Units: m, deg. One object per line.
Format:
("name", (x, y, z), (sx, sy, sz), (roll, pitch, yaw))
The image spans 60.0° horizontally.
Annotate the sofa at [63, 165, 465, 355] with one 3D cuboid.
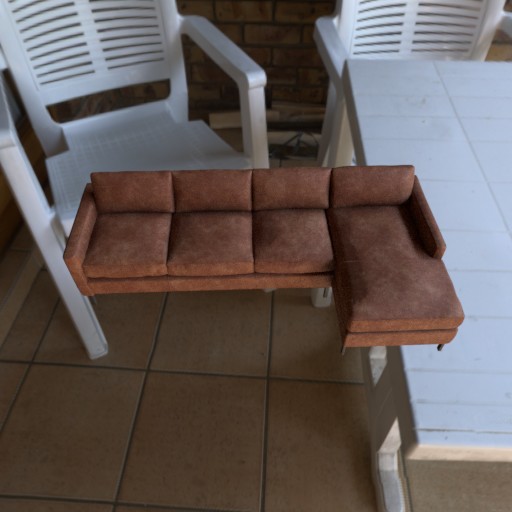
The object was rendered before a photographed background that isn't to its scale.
("sofa", (0.000, 0.000, 3.659), (2.993, 0.859, 1.471), (-2, 48, -1))
